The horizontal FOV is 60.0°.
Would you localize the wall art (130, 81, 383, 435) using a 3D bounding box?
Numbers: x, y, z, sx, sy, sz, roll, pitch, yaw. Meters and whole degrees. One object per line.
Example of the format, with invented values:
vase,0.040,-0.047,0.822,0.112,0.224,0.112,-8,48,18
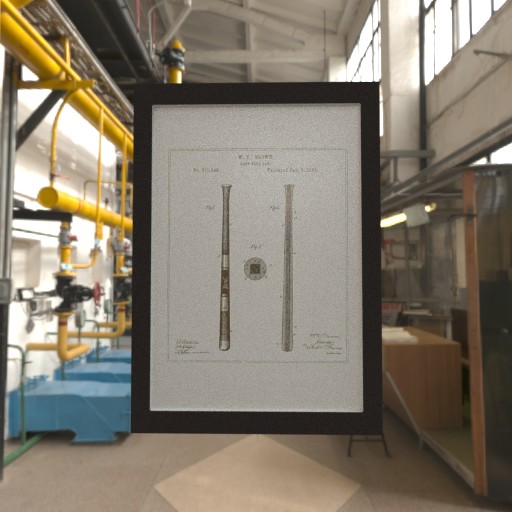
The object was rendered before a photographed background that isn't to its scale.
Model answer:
wall art,0.000,0.000,0.670,0.374,0.529,0.012,0,-2,1
